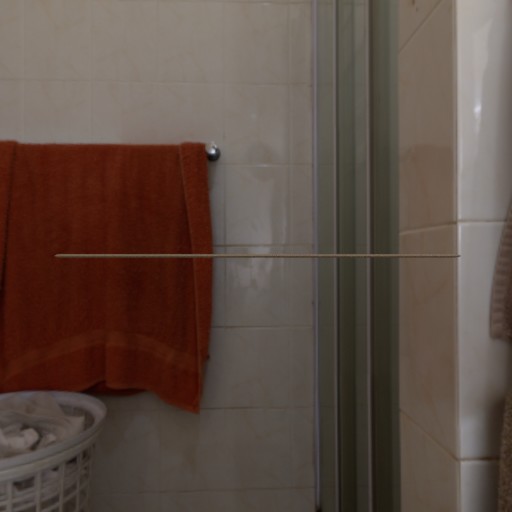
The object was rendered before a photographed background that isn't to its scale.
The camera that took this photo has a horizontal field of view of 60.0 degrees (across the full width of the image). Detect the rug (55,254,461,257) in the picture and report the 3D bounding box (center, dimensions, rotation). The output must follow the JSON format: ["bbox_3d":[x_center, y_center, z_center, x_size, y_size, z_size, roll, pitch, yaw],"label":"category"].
[{"bbox_3d":[0.000,0.000,4.114,2.413,0.020,3.041,0,0,-1],"label":"rug"}]
